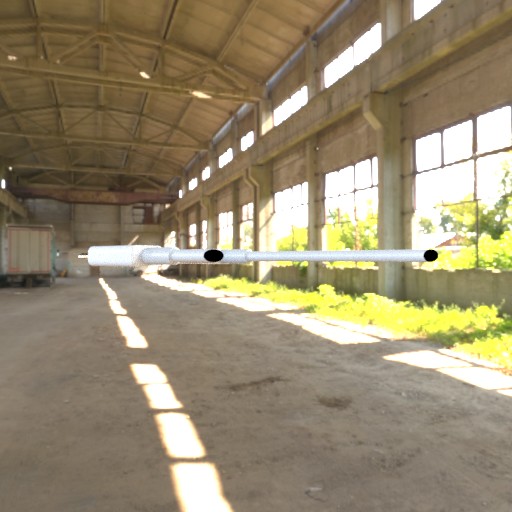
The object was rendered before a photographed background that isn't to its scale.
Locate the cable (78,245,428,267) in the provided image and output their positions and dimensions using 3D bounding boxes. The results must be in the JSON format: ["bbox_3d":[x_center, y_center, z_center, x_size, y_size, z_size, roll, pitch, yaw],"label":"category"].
[{"bbox_3d":[0.000,0.000,0.113,0.098,0.006,0.040,0,0,36],"label":"cable"}]
